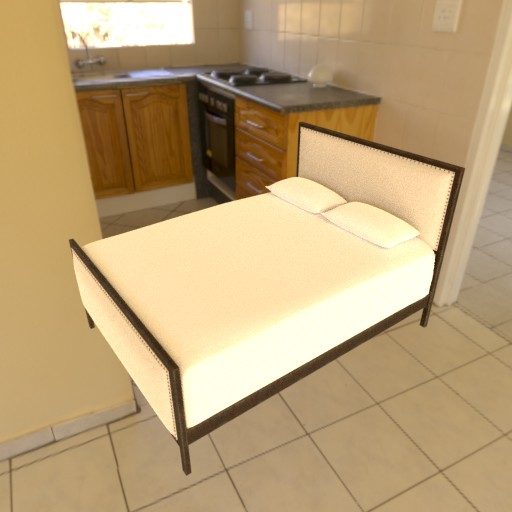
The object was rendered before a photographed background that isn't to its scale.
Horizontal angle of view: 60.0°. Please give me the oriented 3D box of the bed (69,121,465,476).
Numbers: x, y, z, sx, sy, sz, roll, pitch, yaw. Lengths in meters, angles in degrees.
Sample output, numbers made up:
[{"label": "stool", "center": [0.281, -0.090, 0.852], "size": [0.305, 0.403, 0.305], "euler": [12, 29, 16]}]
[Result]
[{"label": "bed", "center": [0.000, 0.000, 3.214], "size": [2.221, 1.313, 1.607], "euler": [-20, 36, -31]}]
